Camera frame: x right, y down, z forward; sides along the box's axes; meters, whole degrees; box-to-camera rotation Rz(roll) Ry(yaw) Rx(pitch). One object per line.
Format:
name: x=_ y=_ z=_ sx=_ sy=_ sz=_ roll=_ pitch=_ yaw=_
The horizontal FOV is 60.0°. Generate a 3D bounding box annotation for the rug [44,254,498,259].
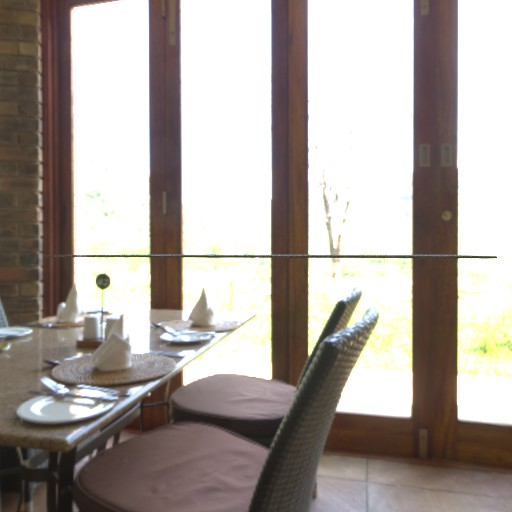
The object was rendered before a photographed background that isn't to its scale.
rug: x=0.000 y=0.000 z=1.981 sx=1.827 sy=0.012 sz=0.553 roll=0 pitch=0 yaw=17
